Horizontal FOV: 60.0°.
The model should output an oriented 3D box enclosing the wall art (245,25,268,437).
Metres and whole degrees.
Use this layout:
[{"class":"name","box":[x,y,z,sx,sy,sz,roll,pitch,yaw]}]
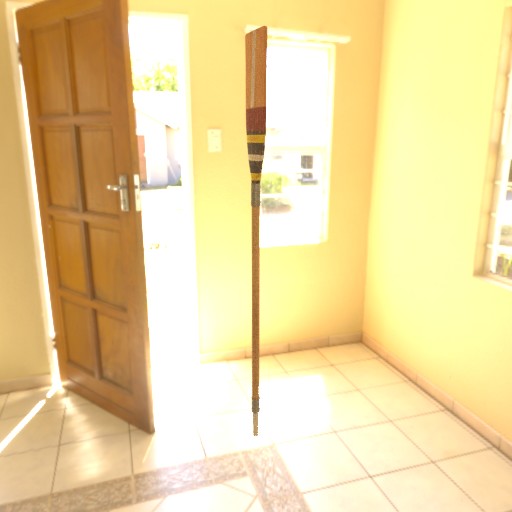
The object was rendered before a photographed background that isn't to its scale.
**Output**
[{"class":"wall art","box":[0.000,0.000,1.668,0.038,1.556,0.146,-7,16,-26]}]
